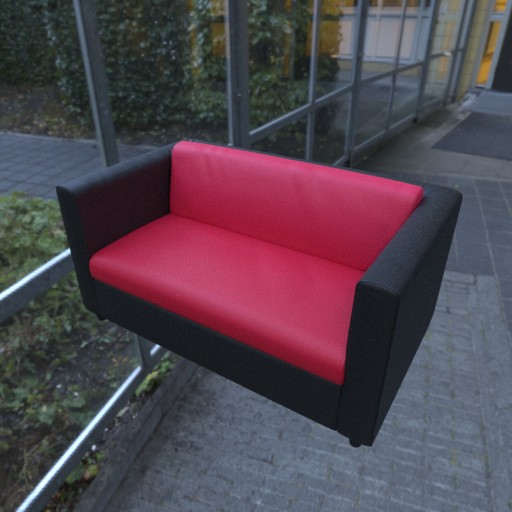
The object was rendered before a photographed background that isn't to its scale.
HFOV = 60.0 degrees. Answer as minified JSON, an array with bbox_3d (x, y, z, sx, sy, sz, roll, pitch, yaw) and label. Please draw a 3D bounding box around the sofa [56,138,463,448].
[{"bbox_3d":[0.000,0.000,1.911,1.410,0.735,0.845,18,34,28],"label":"sofa"}]
